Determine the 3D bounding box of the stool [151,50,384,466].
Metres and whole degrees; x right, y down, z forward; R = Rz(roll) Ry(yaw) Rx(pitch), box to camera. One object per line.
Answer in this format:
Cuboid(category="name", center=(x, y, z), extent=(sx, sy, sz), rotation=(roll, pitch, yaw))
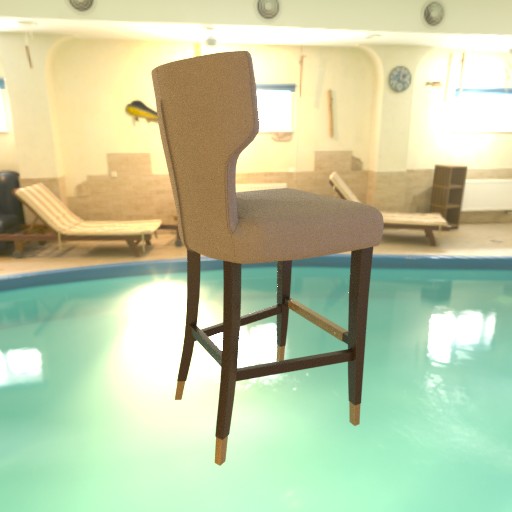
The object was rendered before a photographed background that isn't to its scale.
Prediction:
Cuboid(category="stool", center=(0.000, 0.000, 1.382), extent=(0.563, 1.092, 0.526), rotation=(-9, 18, -28))
